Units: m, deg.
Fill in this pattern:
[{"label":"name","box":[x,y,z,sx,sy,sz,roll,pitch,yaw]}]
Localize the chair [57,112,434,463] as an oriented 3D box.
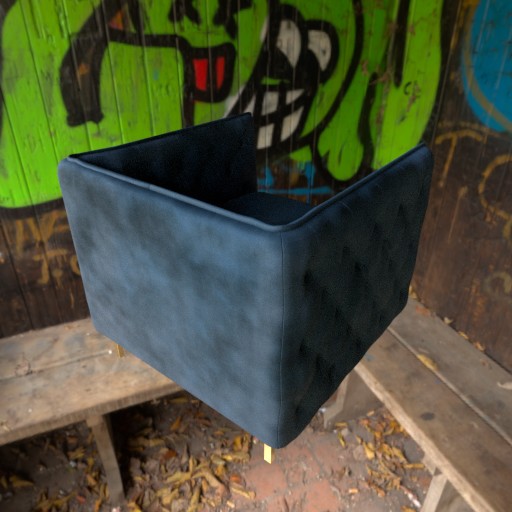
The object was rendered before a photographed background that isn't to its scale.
[{"label":"chair","box":[0.000,0.000,1.538,0.868,0.771,0.877,22,36,32]}]
